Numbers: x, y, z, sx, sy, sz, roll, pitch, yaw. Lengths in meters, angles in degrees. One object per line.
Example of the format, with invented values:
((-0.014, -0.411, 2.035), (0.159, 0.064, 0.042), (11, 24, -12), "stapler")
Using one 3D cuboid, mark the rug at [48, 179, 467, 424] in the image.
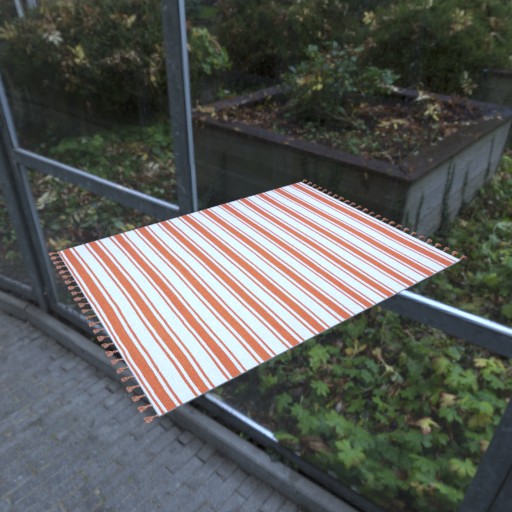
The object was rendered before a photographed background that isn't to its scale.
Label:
((0.000, 0.000, 4.398), (3.369, 0.035, 2.451), (-20, 37, -29), "rug")
